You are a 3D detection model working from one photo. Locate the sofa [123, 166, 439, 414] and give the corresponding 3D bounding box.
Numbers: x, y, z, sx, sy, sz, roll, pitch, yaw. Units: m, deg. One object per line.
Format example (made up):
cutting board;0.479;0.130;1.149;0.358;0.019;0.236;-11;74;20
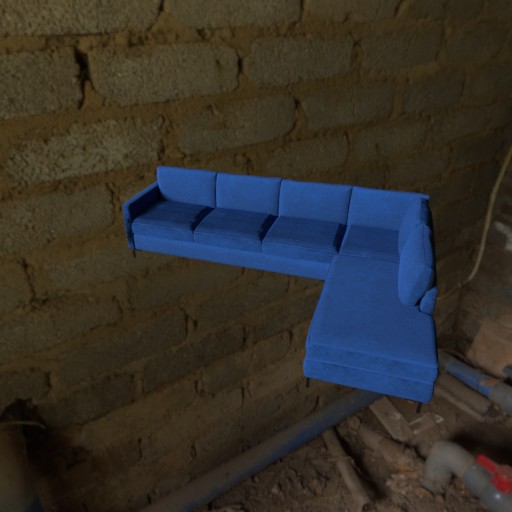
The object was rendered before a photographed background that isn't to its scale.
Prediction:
sofa;0.000;0.000;3.256;2.486;0.687;1.707;9;31;15
